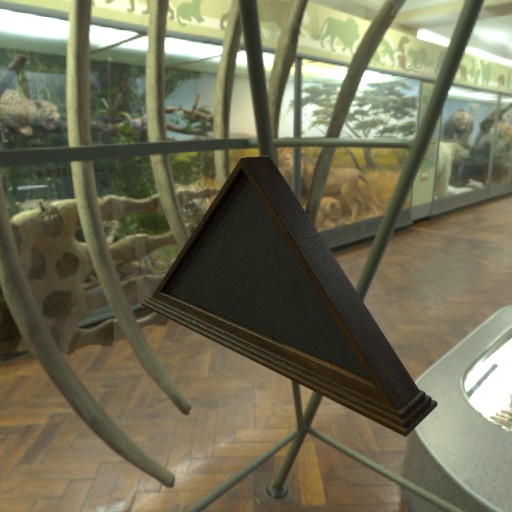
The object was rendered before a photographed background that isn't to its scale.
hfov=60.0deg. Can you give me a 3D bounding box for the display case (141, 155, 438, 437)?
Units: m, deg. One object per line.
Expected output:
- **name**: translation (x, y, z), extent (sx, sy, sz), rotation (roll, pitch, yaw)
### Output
- **display case**: translation (0.000, 0.000, 0.775), extent (0.640, 0.340, 0.095), rotation (15, 22, 43)
